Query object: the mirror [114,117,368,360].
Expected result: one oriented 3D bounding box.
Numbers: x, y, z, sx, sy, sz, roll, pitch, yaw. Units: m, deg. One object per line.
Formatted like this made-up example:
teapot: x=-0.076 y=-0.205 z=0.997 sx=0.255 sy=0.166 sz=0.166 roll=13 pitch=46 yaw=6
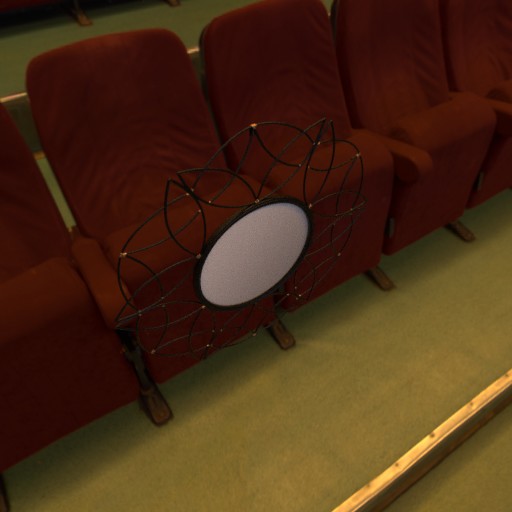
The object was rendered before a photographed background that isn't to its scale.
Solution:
mirror: x=0.000 y=0.000 z=1.185 sx=0.797 sy=0.775 sz=0.028 roll=-26 pitch=52 yaw=-22
